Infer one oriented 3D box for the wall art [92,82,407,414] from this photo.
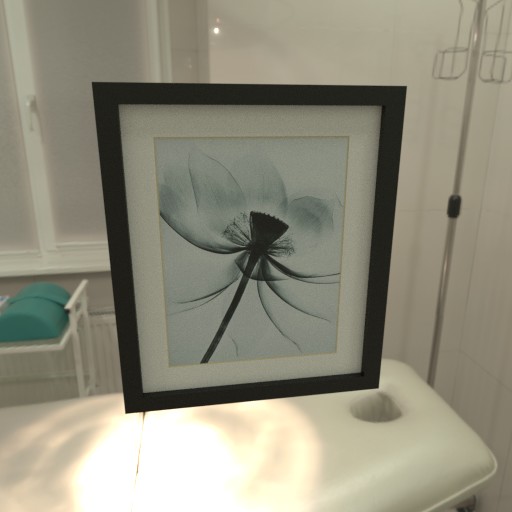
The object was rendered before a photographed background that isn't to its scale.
[{"bbox_3d":[0.000,0.000,0.528,0.330,0.381,0.029,-3,17,-9],"label":"wall art"}]
